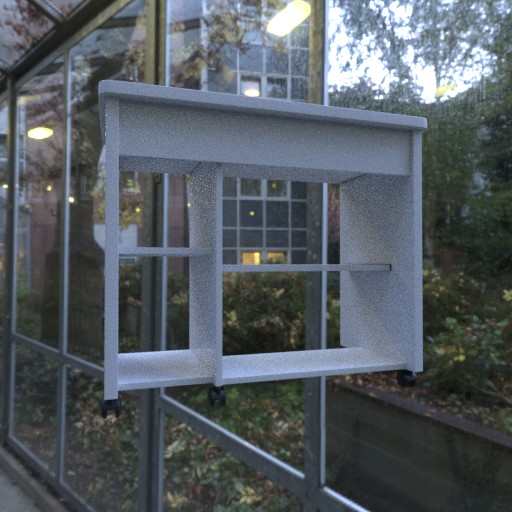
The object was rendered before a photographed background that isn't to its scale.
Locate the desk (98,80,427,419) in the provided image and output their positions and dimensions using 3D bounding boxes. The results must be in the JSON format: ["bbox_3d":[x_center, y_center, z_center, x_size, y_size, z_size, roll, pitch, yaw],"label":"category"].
[{"bbox_3d":[0.000,0.000,1.317,0.877,0.763,0.475,0,-1,-18],"label":"desk"}]
